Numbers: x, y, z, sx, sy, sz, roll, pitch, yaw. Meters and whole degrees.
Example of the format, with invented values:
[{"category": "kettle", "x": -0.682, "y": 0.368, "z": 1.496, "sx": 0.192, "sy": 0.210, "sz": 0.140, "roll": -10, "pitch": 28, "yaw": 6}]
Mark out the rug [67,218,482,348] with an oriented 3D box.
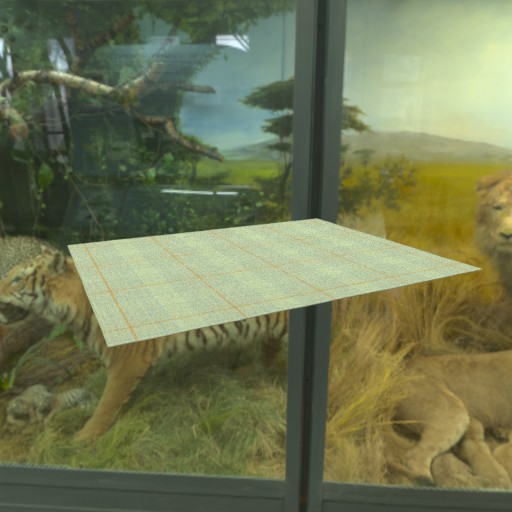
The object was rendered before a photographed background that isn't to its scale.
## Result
[{"category": "rug", "x": 0.000, "y": 0.000, "z": 4.115, "sx": 3.051, "sy": 0.021, "sz": 2.448, "roll": -8, "pitch": 18, "yaw": -26}]
